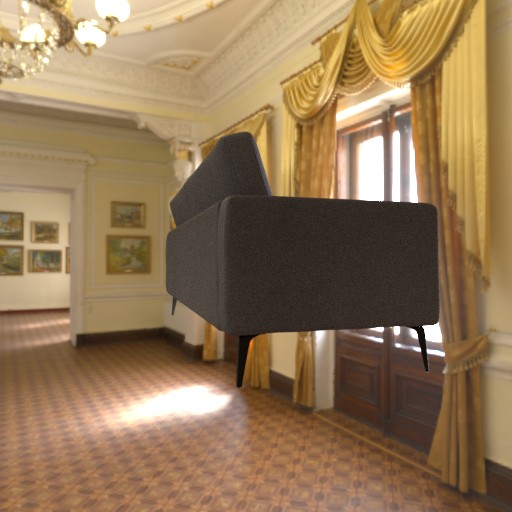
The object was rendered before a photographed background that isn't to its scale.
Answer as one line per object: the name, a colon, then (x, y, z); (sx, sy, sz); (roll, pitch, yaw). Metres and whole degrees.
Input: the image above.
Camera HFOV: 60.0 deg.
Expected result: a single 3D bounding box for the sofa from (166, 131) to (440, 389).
sofa: (0.000, 0.000, 2.347); (0.774, 0.828, 1.925); (0, -1, -17)
